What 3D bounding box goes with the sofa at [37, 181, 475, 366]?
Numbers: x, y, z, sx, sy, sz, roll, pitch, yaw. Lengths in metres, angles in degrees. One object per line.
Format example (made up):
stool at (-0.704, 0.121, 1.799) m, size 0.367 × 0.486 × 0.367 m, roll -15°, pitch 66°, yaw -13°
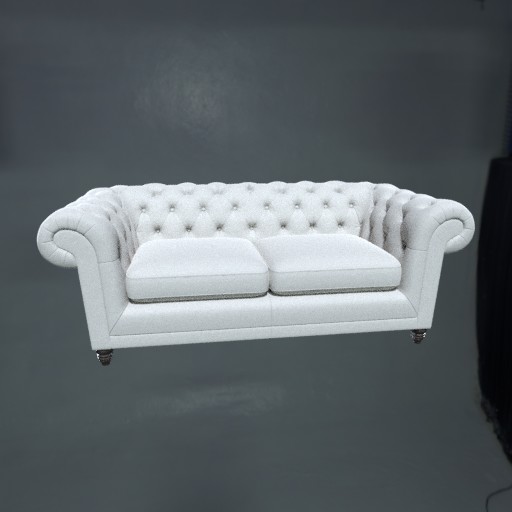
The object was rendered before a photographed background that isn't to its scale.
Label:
sofa at (0.000, 0.000, 2.495) m, size 1.998 × 0.764 × 0.986 m, roll -2°, pitch 15°, yaw -8°
